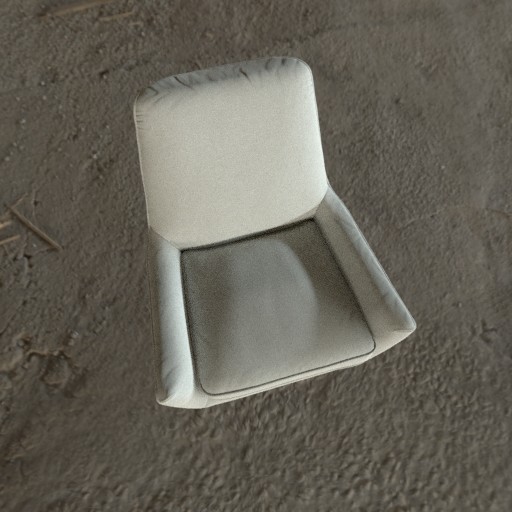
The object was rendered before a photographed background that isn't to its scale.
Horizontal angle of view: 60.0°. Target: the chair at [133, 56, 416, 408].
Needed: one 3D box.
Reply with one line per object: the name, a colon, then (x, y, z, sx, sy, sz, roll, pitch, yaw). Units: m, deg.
chair: (0.000, 0.000, 1.470, 0.787, 0.888, 0.822, -14, 65, -7)
